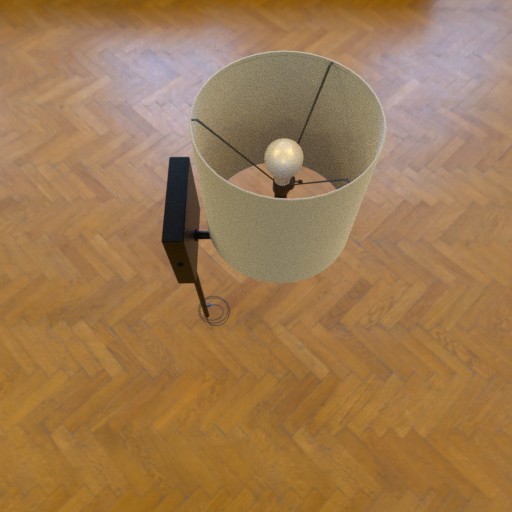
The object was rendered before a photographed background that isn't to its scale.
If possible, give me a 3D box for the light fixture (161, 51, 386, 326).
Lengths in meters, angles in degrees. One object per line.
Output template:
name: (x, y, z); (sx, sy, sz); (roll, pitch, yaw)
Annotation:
light fixture: (0.000, 0.000, 0.688); (0.248, 0.589, 0.188); (-1, 63, 0)
